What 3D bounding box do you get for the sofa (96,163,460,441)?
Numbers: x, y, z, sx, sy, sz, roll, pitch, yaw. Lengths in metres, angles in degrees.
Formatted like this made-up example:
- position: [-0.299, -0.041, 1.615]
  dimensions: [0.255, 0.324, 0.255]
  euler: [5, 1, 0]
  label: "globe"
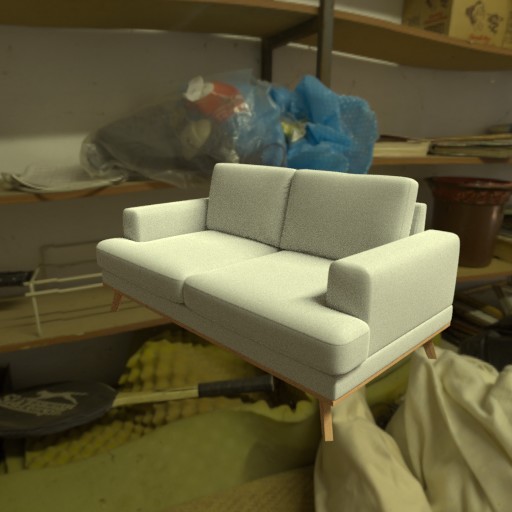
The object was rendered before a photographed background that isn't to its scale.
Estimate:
- position: [0.000, 0.000, 2.172]
  dimensions: [0.915, 0.810, 1.651]
  euler: [-15, 22, -42]
  label: "sofa"
